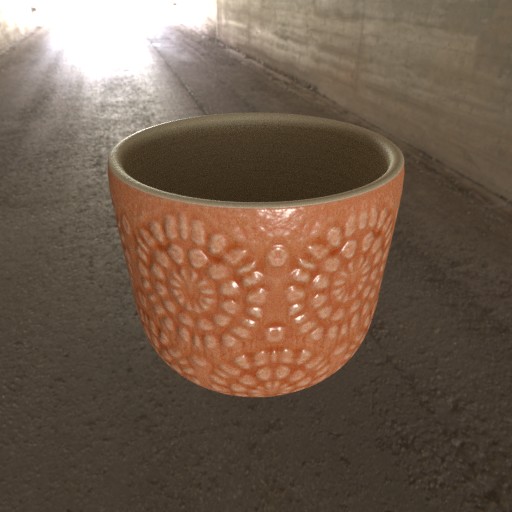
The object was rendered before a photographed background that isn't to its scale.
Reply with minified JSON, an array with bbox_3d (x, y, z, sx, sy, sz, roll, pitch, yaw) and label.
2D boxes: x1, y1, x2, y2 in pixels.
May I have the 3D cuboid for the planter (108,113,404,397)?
[{"bbox_3d":[0.000,0.000,0.217,0.124,0.109,0.124,0,31,0],"label":"planter"}]
